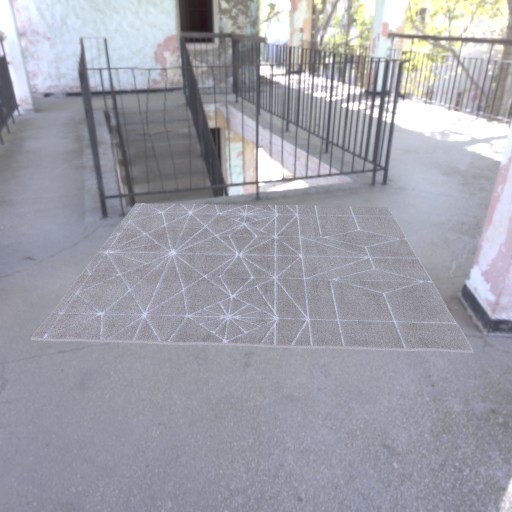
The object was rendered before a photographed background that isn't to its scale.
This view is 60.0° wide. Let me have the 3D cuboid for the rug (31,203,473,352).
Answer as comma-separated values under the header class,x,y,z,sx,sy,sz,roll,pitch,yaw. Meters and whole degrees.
class,x,y,z,sx,sy,sz,roll,pitch,yaw
rug,0.000,0.000,0.877,0.639,0.006,0.548,1,28,2
